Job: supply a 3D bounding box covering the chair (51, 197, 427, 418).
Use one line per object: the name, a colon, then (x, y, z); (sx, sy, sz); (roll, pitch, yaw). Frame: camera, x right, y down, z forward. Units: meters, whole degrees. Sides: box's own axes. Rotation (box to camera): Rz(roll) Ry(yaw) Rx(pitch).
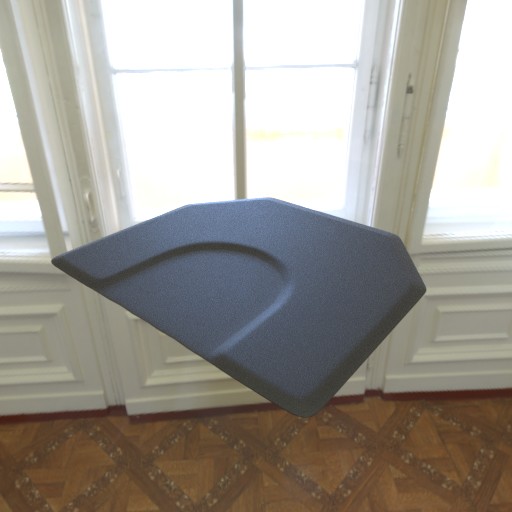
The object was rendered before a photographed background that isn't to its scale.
chair: (0.000, 0.000, 1.958); (1.372, 0.024, 1.219); (22, 36, 34)
